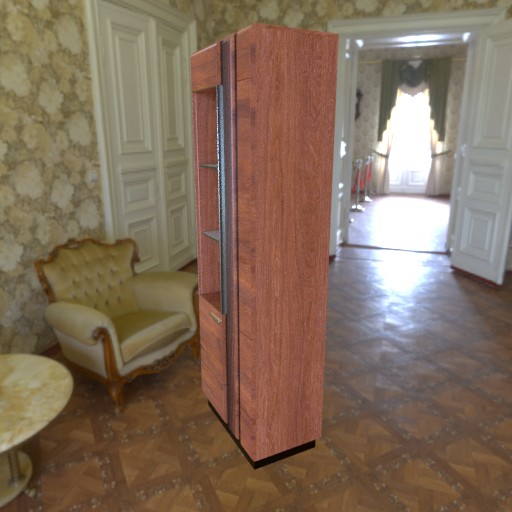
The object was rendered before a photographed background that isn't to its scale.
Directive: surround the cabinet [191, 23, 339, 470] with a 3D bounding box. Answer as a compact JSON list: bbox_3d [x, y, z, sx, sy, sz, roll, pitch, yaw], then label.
[{"bbox_3d":[0.000,0.000,2.252,0.420,1.980,0.660,-8,17,-26],"label":"cabinet"}]
